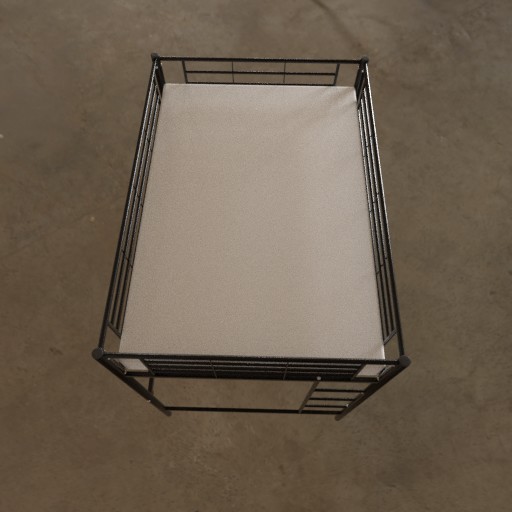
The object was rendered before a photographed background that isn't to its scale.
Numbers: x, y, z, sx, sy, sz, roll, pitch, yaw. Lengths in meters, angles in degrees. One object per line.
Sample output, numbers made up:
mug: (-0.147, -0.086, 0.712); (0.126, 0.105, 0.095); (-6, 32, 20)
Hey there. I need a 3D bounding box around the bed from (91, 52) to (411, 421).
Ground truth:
bed: (0.000, 0.000, 3.182); (1.397, 1.803, 1.994); (1, 63, 1)
